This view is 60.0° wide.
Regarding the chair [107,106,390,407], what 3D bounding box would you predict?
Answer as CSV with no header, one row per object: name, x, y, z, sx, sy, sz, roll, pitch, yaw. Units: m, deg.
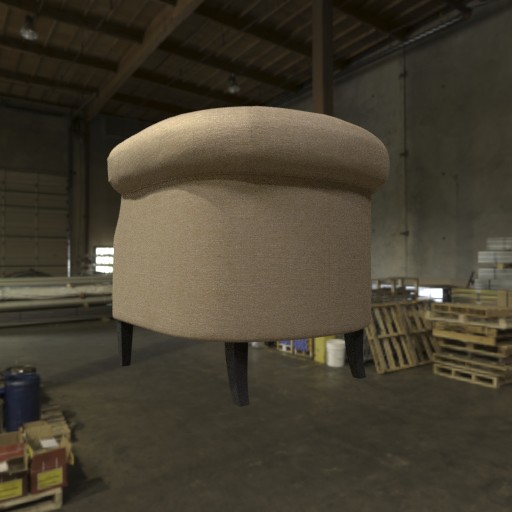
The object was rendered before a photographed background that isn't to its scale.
chair,0.000,0.000,1.585,0.905,0.827,0.852,0,-1,-36
